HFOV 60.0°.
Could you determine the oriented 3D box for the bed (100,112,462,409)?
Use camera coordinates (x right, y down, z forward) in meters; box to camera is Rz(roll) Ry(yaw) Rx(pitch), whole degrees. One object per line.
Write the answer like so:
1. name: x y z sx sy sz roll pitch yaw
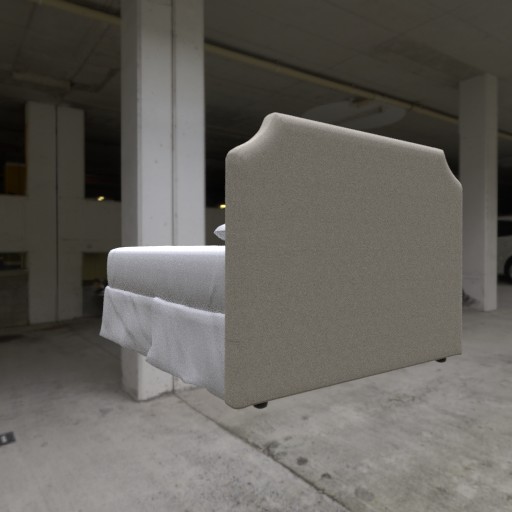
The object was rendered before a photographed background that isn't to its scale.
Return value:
1. bed: 0.000 0.000 3.135 1.693 1.290 2.116 -1 1 -35
